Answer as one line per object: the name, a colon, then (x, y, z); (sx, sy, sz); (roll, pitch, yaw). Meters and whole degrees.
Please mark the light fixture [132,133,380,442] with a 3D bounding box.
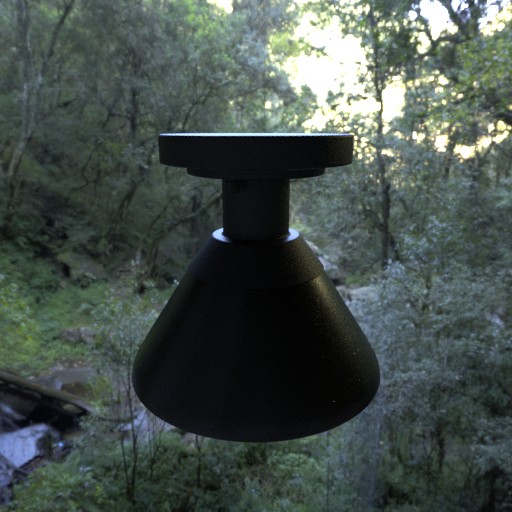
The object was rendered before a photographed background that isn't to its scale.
light fixture: (0.000, 0.000, 0.346); (0.200, 0.183, 0.200); (0, 16, 0)
